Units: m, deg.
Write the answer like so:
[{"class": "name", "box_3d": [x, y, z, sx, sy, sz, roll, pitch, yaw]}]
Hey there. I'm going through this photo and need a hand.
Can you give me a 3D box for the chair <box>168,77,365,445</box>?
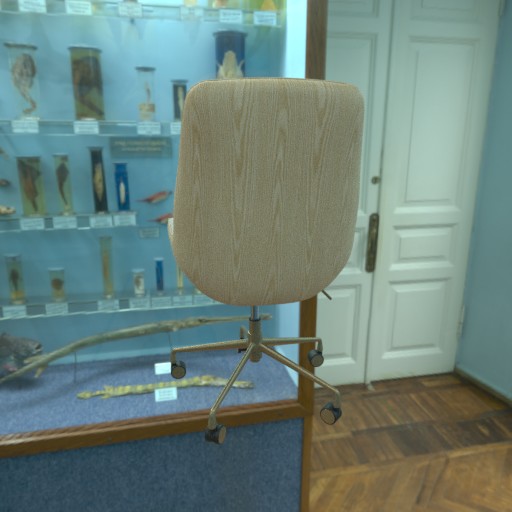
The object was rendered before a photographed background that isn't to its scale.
[{"class": "chair", "box_3d": [0.000, 0.000, 1.366, 0.564, 0.952, 0.668, -3, 15, -10]}]
